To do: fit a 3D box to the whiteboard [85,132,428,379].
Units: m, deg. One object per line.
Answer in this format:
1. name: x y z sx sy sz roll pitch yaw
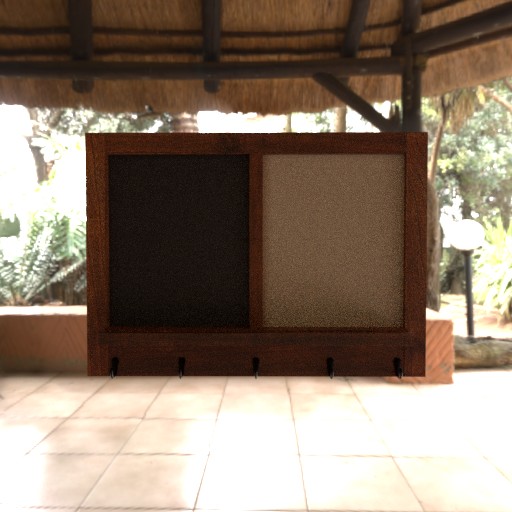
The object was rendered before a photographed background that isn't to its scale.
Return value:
1. whiteboard: 0.000 0.000 0.982 0.768 0.553 0.083 0 2 0
